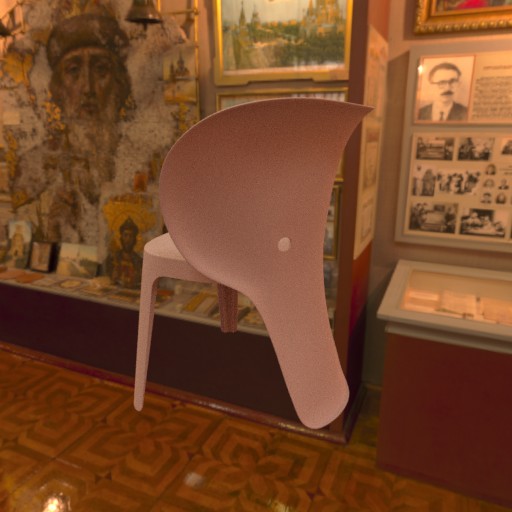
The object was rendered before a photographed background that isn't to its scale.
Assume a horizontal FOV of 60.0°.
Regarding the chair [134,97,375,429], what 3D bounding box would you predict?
[{"bbox_3d":[0.000,0.000,0.857,0.402,0.554,0.451,8,18,25],"label":"chair"}]
